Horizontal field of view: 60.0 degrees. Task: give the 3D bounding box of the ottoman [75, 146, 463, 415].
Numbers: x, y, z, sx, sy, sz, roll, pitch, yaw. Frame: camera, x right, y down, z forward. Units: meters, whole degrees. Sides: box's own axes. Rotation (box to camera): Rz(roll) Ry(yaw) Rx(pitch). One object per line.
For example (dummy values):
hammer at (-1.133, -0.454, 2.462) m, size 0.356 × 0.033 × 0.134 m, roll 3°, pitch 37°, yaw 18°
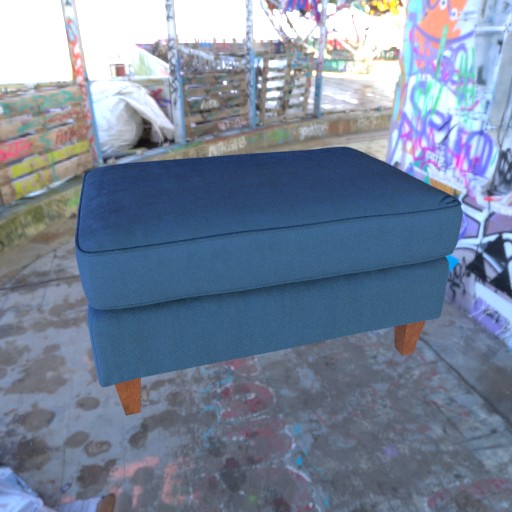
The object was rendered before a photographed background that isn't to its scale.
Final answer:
ottoman at (0.000, 0.000, 1.226) m, size 0.862 × 0.484 × 0.583 m, roll -8°, pitch 28°, yaw -15°
